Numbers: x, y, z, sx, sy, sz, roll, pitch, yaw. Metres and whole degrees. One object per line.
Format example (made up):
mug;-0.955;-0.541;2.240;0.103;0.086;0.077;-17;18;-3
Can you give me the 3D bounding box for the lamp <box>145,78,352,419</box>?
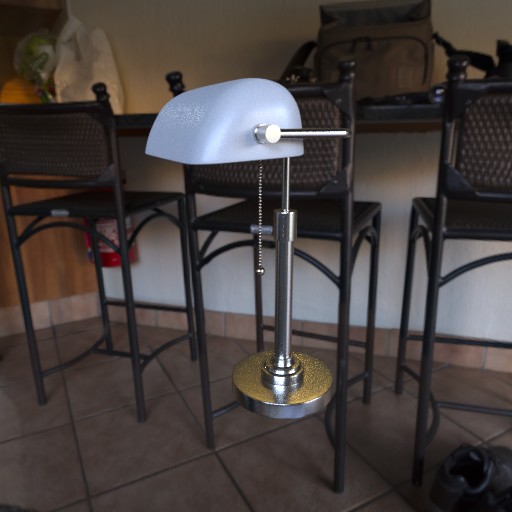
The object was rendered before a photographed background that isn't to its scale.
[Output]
lamp;0.000;0.000;0.560;0.227;0.404;0.269;-8;18;-25
